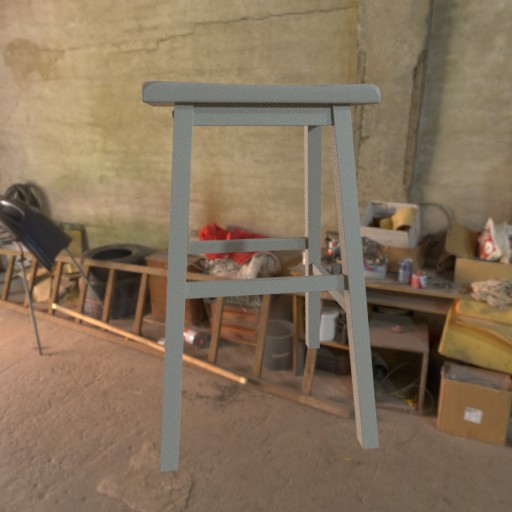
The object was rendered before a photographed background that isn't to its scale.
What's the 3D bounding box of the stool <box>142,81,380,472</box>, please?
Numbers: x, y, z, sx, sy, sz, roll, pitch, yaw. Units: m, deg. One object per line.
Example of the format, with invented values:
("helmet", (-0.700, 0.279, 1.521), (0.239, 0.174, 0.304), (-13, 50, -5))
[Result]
("stool", (0.000, 0.000, 1.032), (0.457, 0.737, 0.476), (-3, 17, -8))
